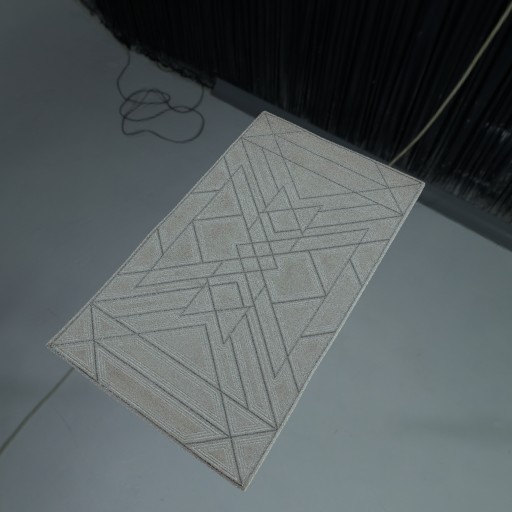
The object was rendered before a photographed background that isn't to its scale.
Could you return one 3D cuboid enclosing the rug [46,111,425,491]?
[{"bbox_3d":[0.000,0.000,1.060,0.511,0.008,0.869,29,64,16],"label":"rug"}]
